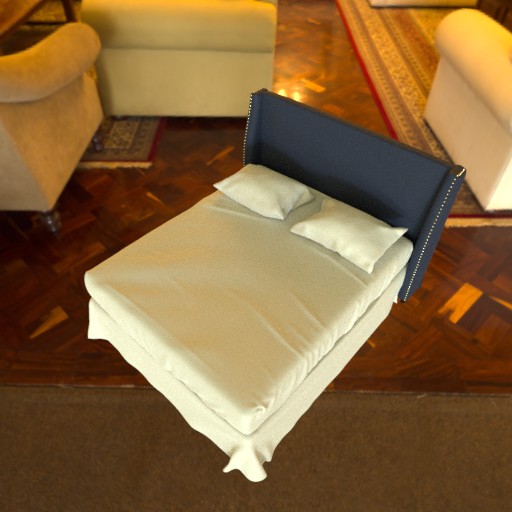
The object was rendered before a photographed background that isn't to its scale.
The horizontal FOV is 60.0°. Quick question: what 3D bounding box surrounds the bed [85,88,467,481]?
[{"bbox_3d":[0.000,0.000,3.360,1.925,1.332,2.276,33,54,28],"label":"bed"}]
